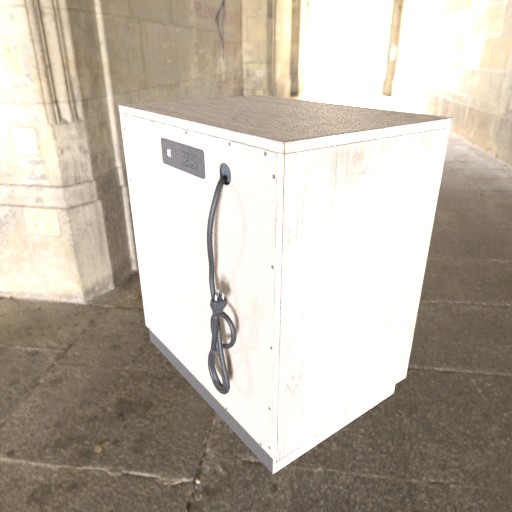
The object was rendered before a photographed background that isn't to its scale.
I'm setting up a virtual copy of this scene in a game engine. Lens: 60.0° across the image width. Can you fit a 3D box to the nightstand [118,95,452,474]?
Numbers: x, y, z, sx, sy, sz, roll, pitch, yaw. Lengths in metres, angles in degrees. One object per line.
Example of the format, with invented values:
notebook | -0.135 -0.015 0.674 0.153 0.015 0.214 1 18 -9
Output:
nightstand | 0.000 0.000 1.076 0.483 0.673 0.612 -18 30 -33
